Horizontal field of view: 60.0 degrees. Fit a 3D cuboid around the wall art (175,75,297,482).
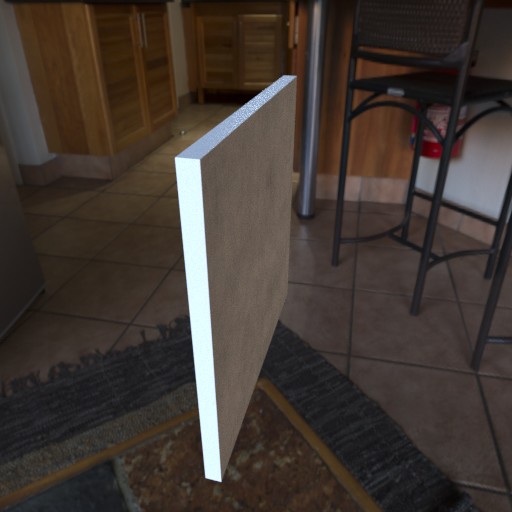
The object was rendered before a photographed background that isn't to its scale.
[{"bbox_3d":[0.000,0.000,0.681,0.023,0.453,0.455,8,32,13],"label":"wall art"}]
